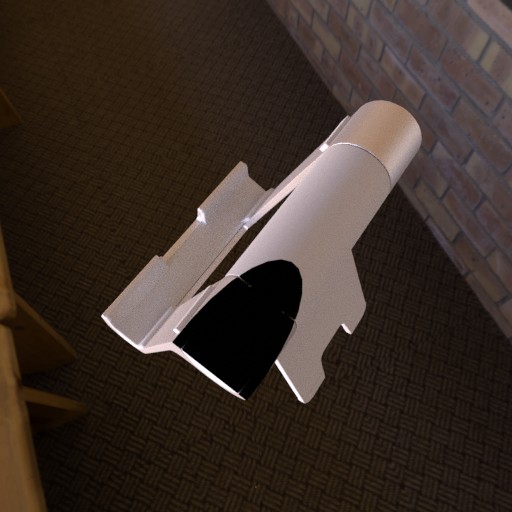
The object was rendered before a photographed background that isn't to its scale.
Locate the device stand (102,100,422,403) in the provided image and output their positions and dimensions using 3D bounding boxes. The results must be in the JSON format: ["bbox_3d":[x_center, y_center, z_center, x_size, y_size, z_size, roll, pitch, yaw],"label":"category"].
[{"bbox_3d":[0.000,0.000,0.148,0.079,0.084,0.086,32,67,15],"label":"device stand"}]
